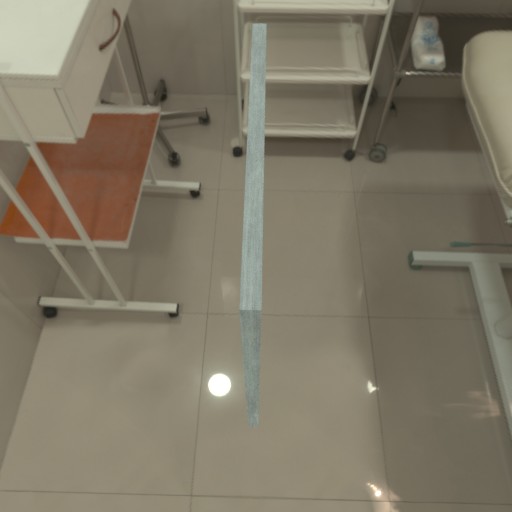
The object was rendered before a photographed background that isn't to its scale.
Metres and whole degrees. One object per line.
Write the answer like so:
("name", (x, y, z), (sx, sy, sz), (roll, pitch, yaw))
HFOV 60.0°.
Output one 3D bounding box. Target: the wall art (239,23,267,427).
("wall art", (0.000, 0.000, 0.802), (0.022, 0.582, 0.479), (1, 59, 1))
